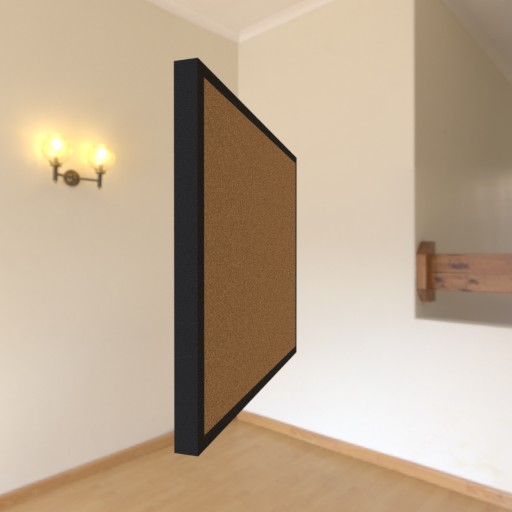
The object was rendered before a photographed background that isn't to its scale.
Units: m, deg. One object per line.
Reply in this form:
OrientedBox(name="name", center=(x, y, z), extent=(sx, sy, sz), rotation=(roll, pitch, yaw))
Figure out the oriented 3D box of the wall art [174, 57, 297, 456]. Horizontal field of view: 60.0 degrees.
OrientedBox(name="wall art", center=(0.000, 0.000, 0.774), extent=(0.030, 0.454, 0.554), rotation=(0, 0, 17))
